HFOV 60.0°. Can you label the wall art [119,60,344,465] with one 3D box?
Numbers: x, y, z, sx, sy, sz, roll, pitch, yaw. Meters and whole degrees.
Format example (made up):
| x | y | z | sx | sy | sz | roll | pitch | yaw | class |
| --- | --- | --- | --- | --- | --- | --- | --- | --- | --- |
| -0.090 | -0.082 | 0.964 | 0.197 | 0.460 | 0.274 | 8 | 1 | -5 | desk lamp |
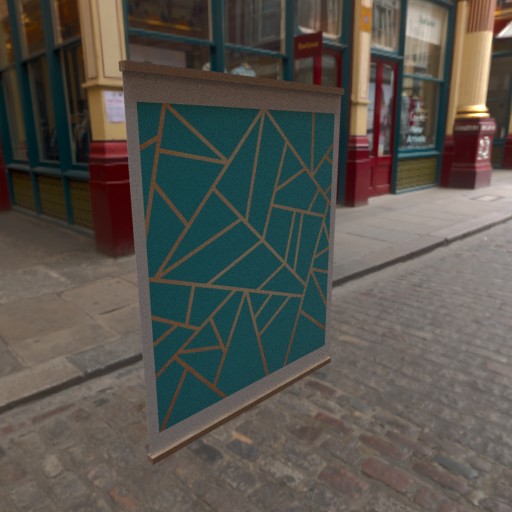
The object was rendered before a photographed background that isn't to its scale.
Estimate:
| x | y | z | sx | sy | sz | roll | pitch | yaw | class |
| --- | --- | --- | --- | --- | --- | --- | --- | --- | --- |
| 0.000 | 0.000 | 0.677 | 0.405 | 0.508 | 0.012 | -14 | 21 | -43 | wall art |
